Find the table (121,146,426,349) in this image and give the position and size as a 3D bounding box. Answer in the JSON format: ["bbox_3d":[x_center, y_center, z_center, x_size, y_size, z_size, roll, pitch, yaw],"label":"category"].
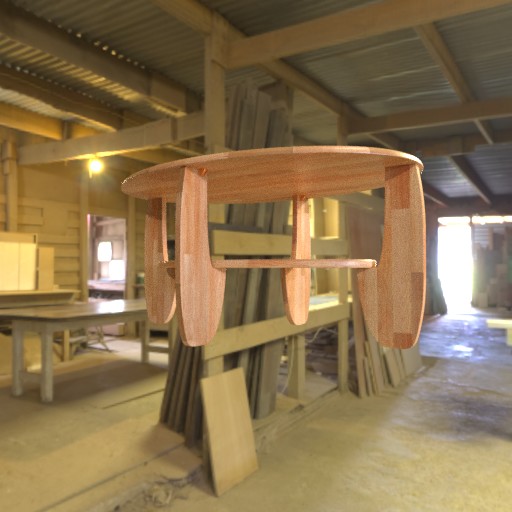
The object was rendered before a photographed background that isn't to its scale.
[{"bbox_3d":[0.000,0.000,1.413,1.040,0.490,0.690,-1,-2,35],"label":"table"}]
